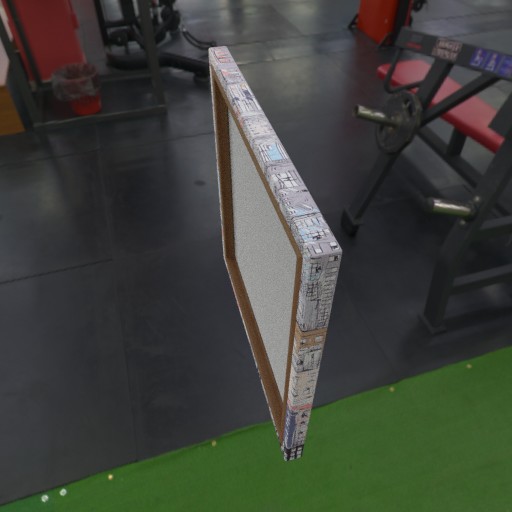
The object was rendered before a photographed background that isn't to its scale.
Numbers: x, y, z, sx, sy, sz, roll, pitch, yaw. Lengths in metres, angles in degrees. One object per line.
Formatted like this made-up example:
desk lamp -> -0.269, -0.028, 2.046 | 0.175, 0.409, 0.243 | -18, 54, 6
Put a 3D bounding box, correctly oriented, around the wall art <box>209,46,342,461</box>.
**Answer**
wall art -> 0.000, 0.000, 1.134 | 0.048, 0.762, 0.761 | -11, 47, -10
